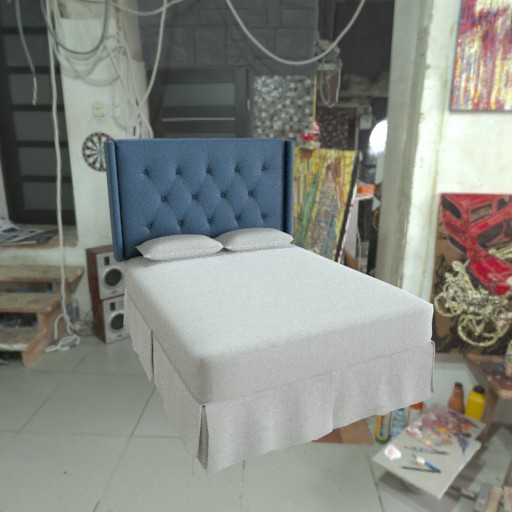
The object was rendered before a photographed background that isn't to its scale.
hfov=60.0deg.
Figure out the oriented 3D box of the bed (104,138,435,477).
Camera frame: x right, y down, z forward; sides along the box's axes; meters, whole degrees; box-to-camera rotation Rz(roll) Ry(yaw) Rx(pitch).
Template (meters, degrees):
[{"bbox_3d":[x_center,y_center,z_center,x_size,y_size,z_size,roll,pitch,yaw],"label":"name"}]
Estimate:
[{"bbox_3d":[0.000,0.000,3.264,1.719,1.665,2.078,-8,17,-25],"label":"bed"}]
